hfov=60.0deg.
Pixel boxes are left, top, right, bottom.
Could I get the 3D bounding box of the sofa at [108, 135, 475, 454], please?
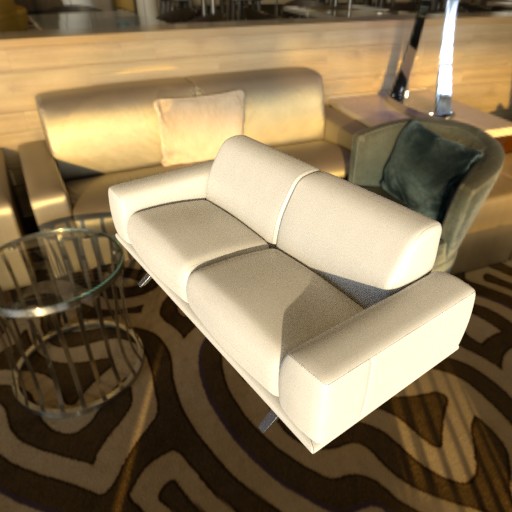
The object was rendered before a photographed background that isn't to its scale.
[{"bbox_3d":[0.000,0.000,2.310,0.900,0.772,1.901,-22,39,-30],"label":"sofa"}]
